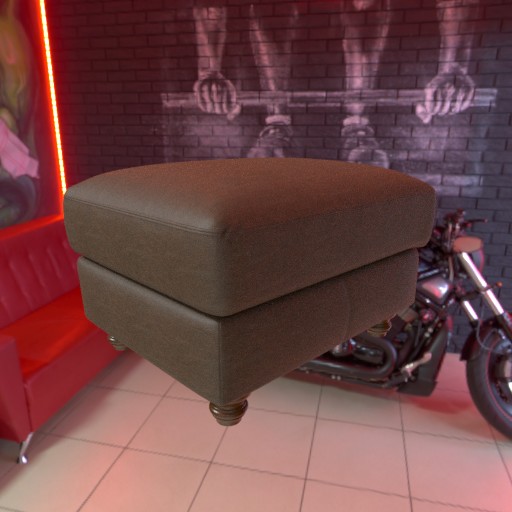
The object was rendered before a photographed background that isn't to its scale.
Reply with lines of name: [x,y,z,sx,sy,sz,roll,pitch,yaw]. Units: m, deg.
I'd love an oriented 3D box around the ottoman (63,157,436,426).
ottoman: [0.000,0.000,1.192,0.787,0.508,0.635,-15,22,-42]
